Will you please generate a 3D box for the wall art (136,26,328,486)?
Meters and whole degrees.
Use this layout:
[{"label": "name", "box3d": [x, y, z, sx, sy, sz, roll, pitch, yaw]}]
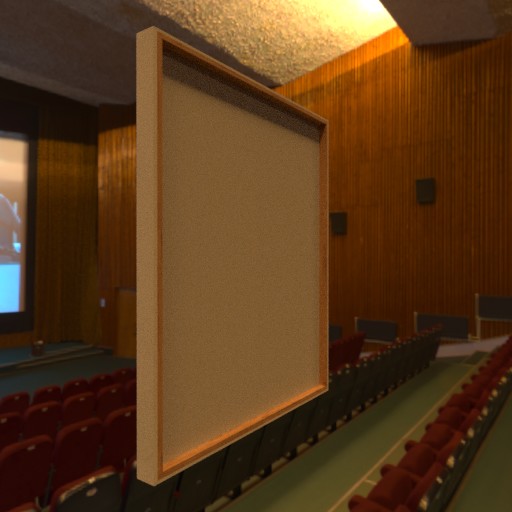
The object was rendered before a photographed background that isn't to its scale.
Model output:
[{"label": "wall art", "box3d": [0.000, 0.000, 0.799, 0.037, 0.606, 0.508, 0, 0, 36]}]
